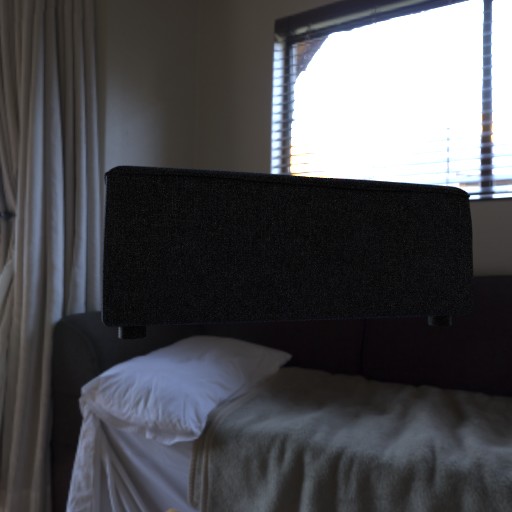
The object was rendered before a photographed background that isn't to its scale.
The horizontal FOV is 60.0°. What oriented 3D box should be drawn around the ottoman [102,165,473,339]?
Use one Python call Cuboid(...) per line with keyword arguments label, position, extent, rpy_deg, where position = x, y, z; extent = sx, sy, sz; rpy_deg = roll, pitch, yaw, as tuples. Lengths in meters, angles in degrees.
Cuboid(label="ottoman", position=(0.000, 0.000, 1.595), extent=(1.023, 0.423, 1.017), rpy_deg=(1, -2, -16))
